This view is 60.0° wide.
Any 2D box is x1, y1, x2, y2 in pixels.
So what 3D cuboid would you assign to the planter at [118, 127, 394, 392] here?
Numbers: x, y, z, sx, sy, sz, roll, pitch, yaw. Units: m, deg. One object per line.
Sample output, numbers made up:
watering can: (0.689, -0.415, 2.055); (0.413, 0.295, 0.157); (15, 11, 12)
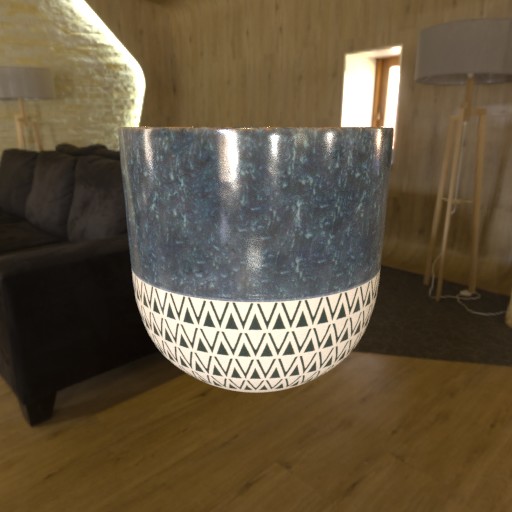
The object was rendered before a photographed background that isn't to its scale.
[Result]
planter: (0.000, 0.000, 0.482); (0.266, 0.270, 0.266); (0, 16, 0)
